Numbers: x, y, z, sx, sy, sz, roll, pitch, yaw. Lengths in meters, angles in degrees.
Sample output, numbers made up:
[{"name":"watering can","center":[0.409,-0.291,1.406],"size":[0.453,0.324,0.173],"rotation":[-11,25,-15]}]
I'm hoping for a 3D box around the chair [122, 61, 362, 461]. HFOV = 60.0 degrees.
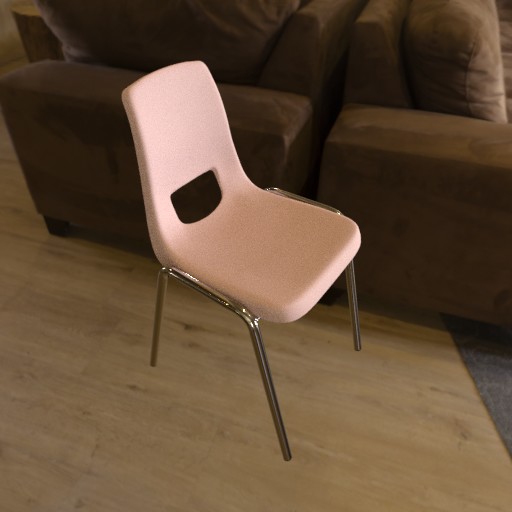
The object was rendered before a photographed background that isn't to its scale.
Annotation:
[{"name":"chair","center":[0.000,0.000,0.948],"size":[0.436,0.704,0.381],"rotation":[24,45,26]}]
